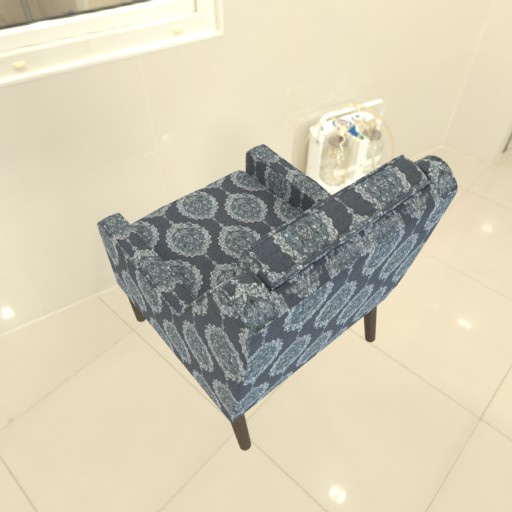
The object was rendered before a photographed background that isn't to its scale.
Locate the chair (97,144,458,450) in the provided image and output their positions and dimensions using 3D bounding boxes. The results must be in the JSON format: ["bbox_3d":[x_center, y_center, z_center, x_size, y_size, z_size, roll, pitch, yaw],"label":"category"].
[{"bbox_3d":[0.000,0.000,1.332,0.663,0.792,0.743,-32,54,-26],"label":"chair"}]
